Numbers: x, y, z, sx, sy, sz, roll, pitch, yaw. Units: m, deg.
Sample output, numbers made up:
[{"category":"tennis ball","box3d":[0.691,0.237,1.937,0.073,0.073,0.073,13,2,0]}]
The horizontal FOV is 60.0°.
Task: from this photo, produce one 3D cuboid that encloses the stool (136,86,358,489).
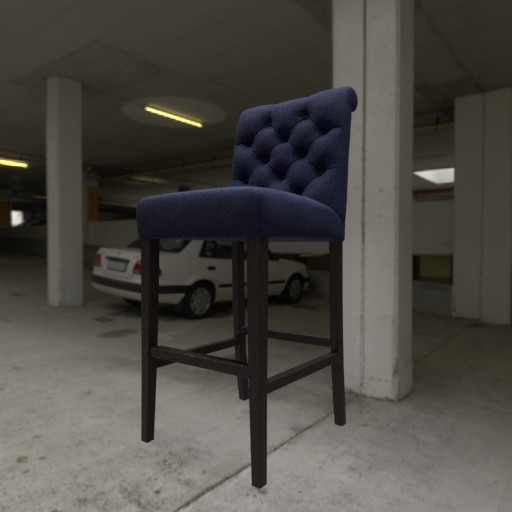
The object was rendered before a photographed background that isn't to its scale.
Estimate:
[{"category":"stool","box3d":[0.000,0.000,1.442,0.493,1.140,0.601,1,2,37]}]
